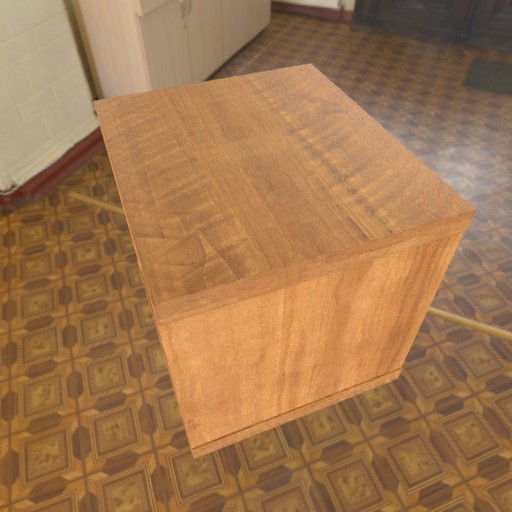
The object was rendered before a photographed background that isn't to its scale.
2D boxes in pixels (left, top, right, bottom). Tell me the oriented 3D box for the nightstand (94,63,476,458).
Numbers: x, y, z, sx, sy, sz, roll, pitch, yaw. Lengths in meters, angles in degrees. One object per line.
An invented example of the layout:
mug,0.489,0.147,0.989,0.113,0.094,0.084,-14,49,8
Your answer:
nightstand,0.000,0.000,0.865,0.436,0.491,0.493,-16,48,-15
